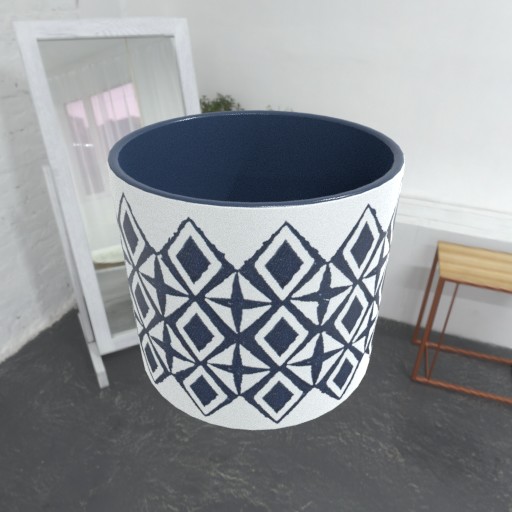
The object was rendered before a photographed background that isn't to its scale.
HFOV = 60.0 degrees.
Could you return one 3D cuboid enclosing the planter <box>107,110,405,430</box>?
[{"bbox_3d":[0.000,0.000,0.322,0.182,0.165,0.182,0,32,0],"label":"planter"}]
